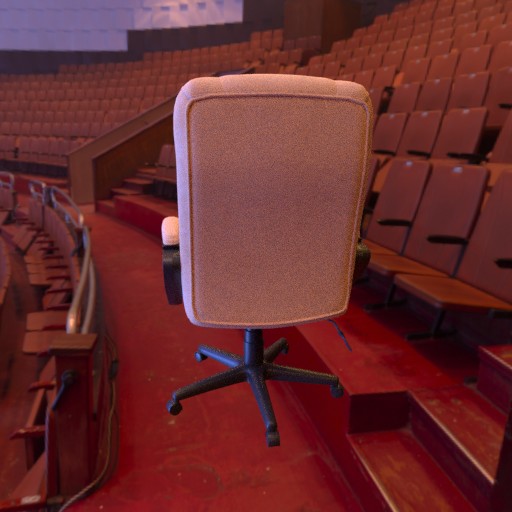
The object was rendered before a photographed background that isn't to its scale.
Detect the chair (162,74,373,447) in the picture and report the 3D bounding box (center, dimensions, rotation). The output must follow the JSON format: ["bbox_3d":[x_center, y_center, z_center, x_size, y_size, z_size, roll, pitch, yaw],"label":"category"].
[{"bbox_3d":[0.000,0.000,1.556,0.667,1.105,0.724,-3,14,-10],"label":"chair"}]
